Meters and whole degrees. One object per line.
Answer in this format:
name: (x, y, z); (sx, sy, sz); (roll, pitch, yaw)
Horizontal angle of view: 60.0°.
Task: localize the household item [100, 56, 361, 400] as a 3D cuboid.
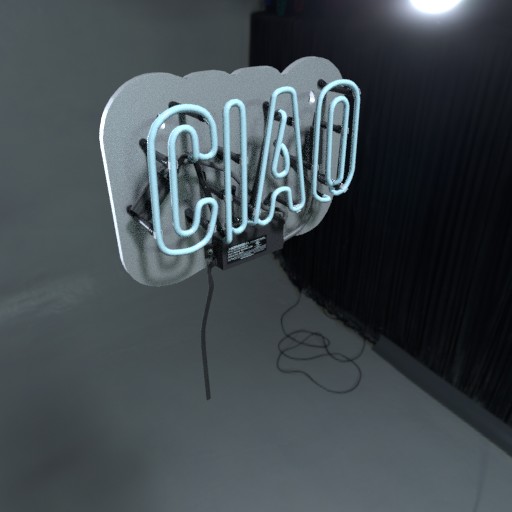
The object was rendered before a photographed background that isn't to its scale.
household item: (0.000, 0.000, 0.372); (0.211, 0.294, 0.042); (-21, 36, -31)
